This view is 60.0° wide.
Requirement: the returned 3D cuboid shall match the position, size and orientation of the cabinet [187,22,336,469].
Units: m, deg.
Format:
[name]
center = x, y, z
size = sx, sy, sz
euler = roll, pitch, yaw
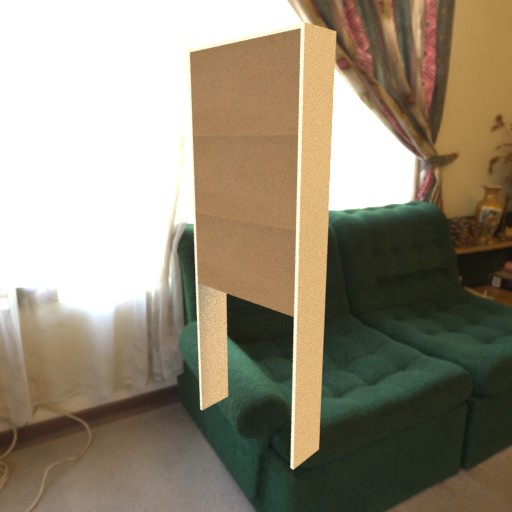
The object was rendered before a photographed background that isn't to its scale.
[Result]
[cabinet]
center = 0.000, 0.000, 1.989
size = 0.643, 1.770, 0.192
euler = 14, 20, 43
